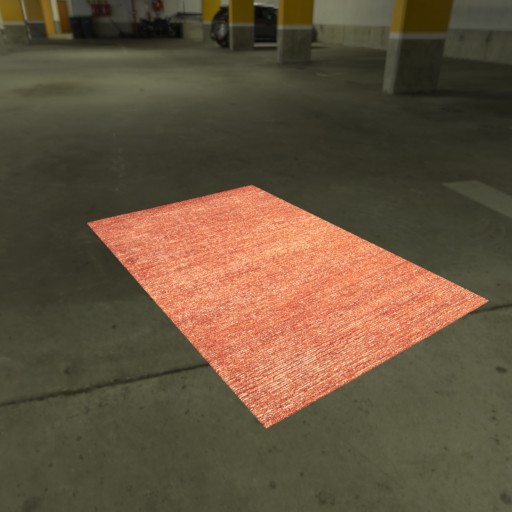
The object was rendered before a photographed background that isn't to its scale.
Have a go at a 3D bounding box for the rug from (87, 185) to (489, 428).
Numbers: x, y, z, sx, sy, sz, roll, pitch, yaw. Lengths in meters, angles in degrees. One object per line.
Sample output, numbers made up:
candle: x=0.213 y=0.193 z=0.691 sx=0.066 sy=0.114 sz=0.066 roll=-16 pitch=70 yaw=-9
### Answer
rug: x=0.000 y=0.000 z=2.181 sx=1.139 sy=0.011 sz=1.747 roll=-18 pitch=33 yaw=-30
